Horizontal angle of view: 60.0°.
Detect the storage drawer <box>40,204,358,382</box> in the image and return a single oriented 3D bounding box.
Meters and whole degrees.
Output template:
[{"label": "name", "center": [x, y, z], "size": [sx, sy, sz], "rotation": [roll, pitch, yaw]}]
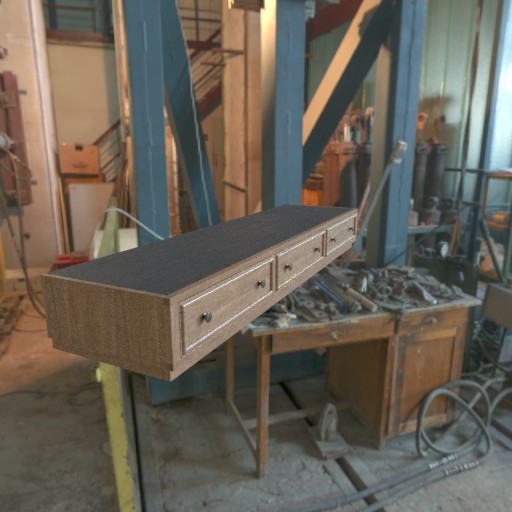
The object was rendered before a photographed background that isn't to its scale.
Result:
[{"label": "storage drawer", "center": [0.000, 0.000, 2.224], "size": [0.538, 0.264, 2.032], "rotation": [7, 15, 26]}]
